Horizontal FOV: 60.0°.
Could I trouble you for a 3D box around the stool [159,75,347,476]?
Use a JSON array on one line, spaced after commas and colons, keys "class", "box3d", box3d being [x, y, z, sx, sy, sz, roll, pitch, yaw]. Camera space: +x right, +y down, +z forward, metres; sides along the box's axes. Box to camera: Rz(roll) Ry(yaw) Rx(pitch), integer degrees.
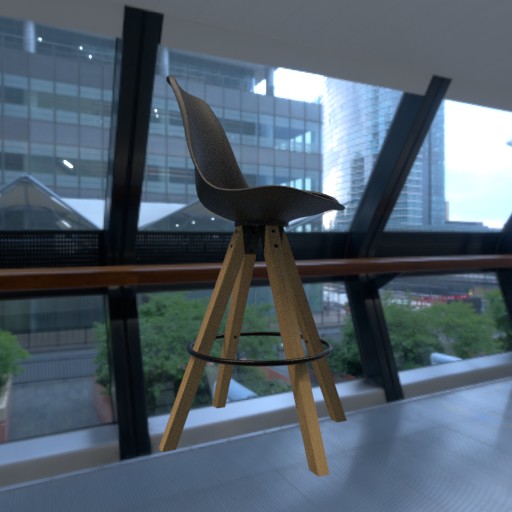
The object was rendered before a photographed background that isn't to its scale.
[{"class": "stool", "box3d": [0.000, 0.000, 1.393, 0.550, 1.115, 0.485, 0, 0, 18]}]
